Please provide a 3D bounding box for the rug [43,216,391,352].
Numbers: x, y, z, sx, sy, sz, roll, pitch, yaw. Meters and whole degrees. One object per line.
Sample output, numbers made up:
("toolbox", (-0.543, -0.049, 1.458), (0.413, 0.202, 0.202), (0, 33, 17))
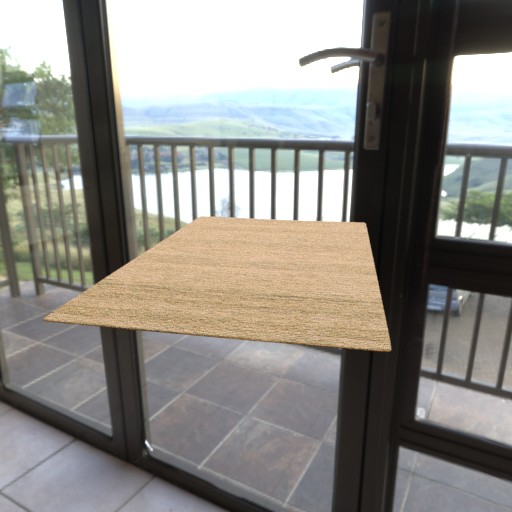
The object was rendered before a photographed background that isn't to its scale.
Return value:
("rug", (0.000, 0.000, 2.213), (1.143, 0.010, 1.758), (3, 17, 10))
